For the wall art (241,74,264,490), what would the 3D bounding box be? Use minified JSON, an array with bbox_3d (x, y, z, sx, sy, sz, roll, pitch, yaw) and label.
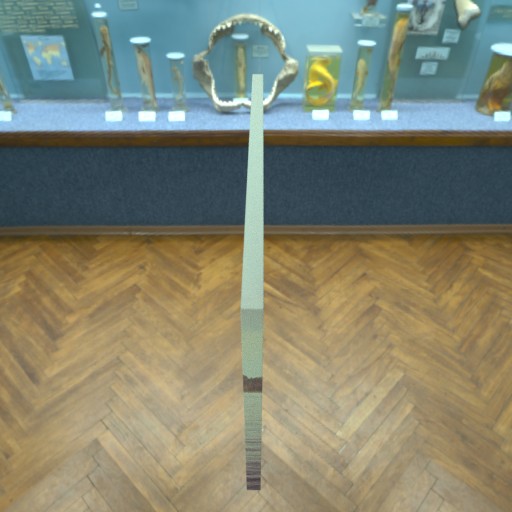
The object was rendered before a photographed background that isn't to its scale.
[{"bbox_3d":[0.000,0.000,1.440,0.040,0.765,1.149,0,41,1],"label":"wall art"}]
